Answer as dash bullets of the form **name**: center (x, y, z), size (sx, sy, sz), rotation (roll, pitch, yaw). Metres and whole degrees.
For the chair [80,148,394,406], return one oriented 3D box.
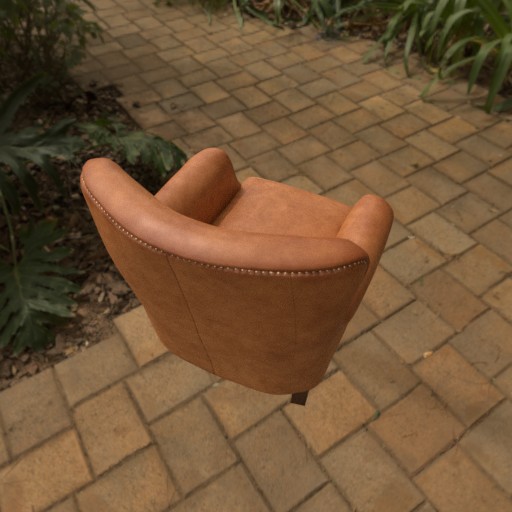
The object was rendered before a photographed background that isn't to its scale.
- **chair**: center (0.000, 0.000, 1.636), size (0.861, 0.936, 0.921), rotation (21, 50, 19)
